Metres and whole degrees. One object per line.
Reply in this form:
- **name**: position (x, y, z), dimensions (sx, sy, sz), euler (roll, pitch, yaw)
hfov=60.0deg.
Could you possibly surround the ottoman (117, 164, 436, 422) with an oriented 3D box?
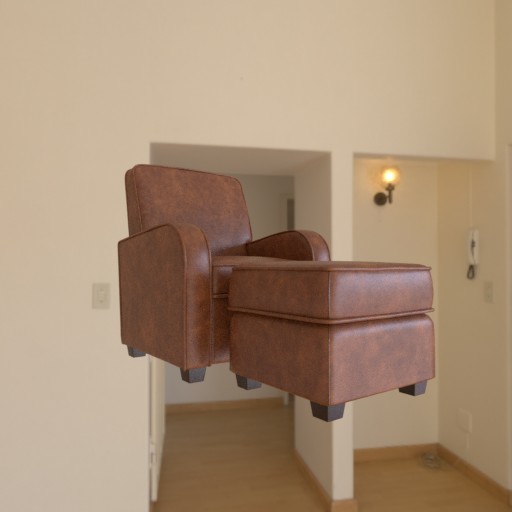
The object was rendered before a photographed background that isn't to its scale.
- **ottoman**: position (0.000, 0.000, 1.811), dimensions (0.732, 0.904, 1.314), euler (1, -1, -36)
